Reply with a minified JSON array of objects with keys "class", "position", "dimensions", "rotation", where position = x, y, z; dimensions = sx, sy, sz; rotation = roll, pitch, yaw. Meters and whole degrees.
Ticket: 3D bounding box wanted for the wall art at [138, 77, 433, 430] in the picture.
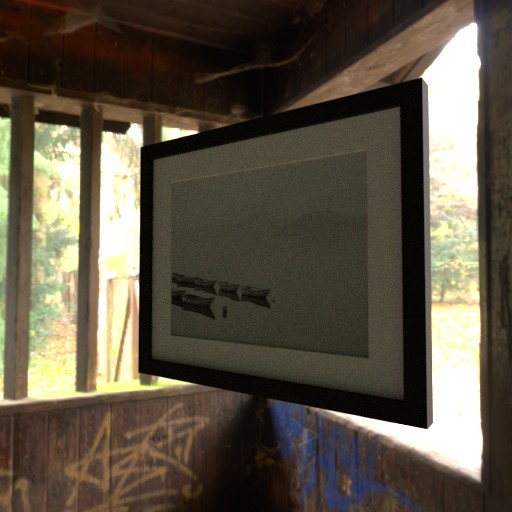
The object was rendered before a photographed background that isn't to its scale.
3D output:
[{"class":"wall art","position":[0.000,0.000,0.743],"dimensions":[0.554,0.454,0.030],"rotation":[-2,-3,35]}]
